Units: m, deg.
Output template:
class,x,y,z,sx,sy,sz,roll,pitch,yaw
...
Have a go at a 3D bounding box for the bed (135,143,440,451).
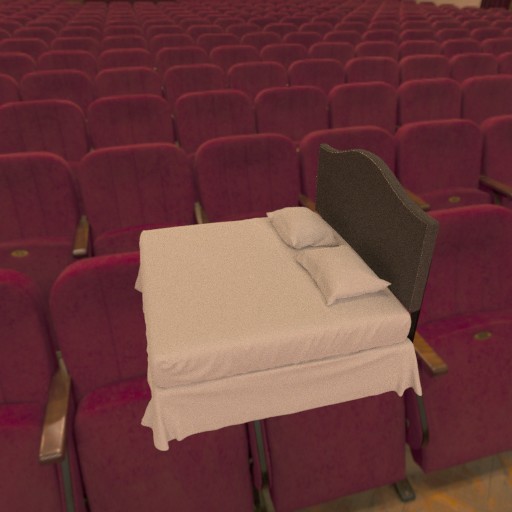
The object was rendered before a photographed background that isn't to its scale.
class,x,y,z,sx,sy,sz,roll,pitch,yaw
bed,0.000,0.000,3.864,2.219,1.651,2.314,-7,31,-13
